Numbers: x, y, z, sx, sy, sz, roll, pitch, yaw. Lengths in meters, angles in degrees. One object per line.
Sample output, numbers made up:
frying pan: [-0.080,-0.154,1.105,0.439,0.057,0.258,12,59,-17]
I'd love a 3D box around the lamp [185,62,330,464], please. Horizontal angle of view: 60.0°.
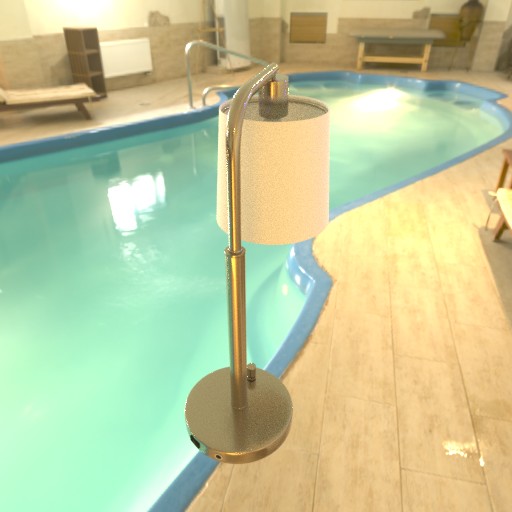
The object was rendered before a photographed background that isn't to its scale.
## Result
lamp: [0.000,0.000,0.629,0.171,0.489,0.333,10,33,16]
